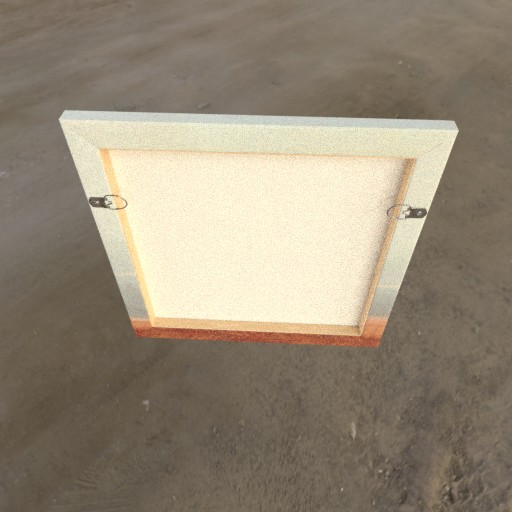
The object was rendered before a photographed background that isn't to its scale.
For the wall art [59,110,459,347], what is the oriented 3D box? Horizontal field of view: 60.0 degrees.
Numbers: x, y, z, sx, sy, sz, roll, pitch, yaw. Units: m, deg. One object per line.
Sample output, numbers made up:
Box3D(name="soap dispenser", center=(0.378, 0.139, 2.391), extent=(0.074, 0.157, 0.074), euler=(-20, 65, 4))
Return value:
Box3D(name="wall art", center=(0.000, 0.000, 0.601), extent=(0.405, 0.405, 0.023), euler=(2, 47, 2))
